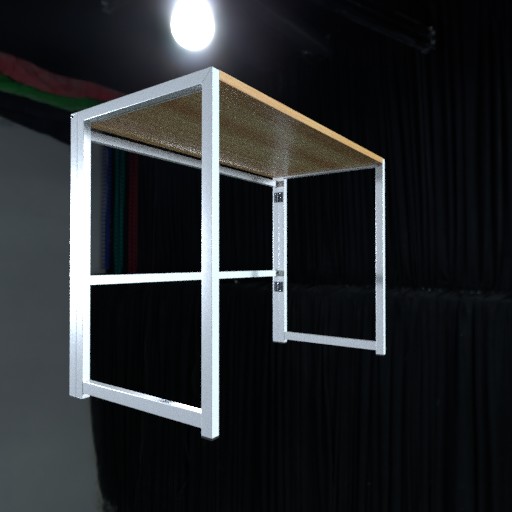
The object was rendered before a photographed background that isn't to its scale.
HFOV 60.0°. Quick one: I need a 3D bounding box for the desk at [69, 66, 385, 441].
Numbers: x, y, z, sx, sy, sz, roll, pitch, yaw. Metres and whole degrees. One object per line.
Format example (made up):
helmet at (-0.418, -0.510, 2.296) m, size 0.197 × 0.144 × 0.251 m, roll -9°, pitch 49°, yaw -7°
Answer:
desk at (0.000, 0.000, 1.458) m, size 0.508 × 0.762 × 1.016 m, roll -1°, pitch -1°, yaw 36°
